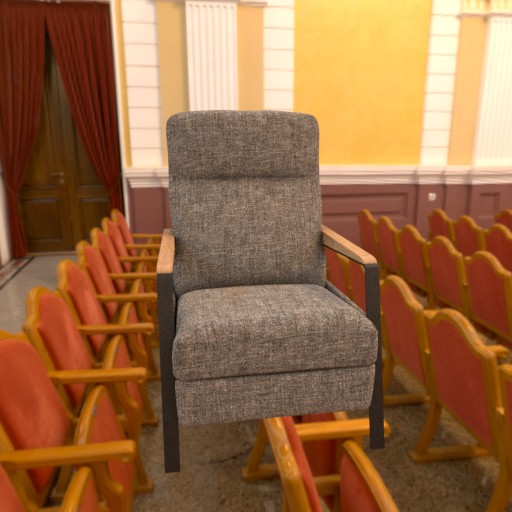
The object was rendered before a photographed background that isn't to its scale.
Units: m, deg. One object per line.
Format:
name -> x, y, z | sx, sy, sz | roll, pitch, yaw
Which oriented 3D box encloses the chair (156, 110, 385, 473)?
chair -> 0.000, 0.000, 1.608 | 0.671, 1.042, 0.868 | -2, 15, -9
